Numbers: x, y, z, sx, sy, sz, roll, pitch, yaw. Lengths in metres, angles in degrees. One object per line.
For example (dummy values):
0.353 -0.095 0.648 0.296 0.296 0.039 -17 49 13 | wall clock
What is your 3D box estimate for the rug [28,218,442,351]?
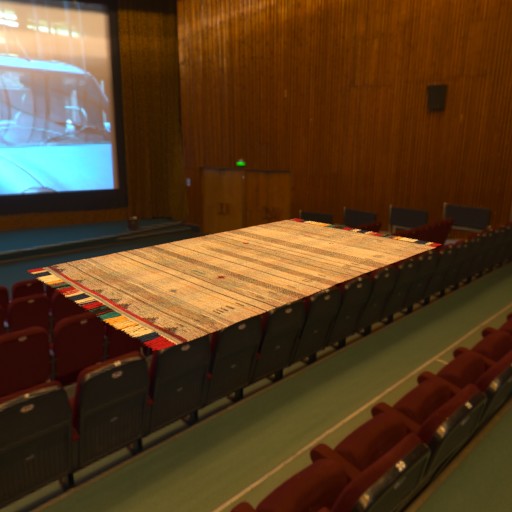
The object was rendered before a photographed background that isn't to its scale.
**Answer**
0.000 0.000 2.976 2.465 0.012 1.465 -14 21 -42 | rug
